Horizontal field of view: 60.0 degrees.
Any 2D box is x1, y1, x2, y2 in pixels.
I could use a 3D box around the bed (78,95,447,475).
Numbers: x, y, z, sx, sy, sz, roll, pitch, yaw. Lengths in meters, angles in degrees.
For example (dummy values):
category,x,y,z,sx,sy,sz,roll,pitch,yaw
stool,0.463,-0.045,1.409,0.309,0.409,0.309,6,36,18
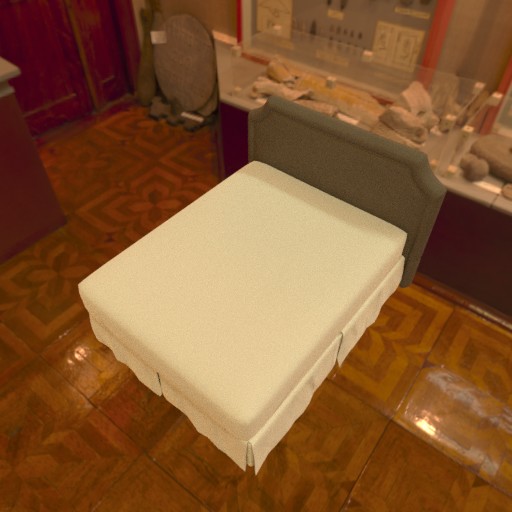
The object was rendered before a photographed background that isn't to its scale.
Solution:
category,x,y,z,sx,sy,sz,roll,pitch,yaw
bed,0.000,0.000,3.328,1.831,1.297,2.181,31,54,26
